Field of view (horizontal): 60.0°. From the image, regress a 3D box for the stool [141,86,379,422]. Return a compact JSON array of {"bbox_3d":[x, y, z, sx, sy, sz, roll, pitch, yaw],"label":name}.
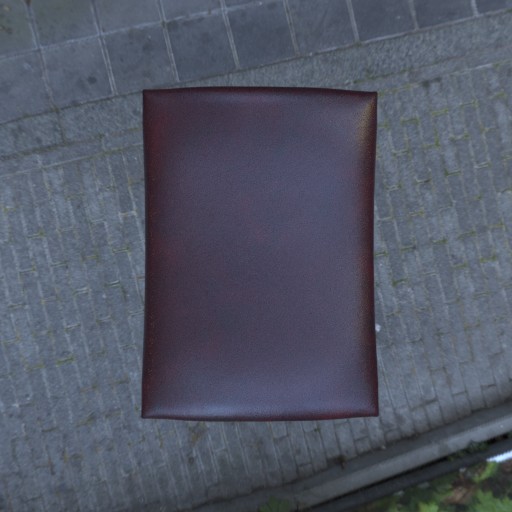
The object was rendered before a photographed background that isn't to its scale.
[{"bbox_3d":[0.000,0.000,0.960,0.372,0.657,0.504,0,89,-1],"label":"stool"}]
